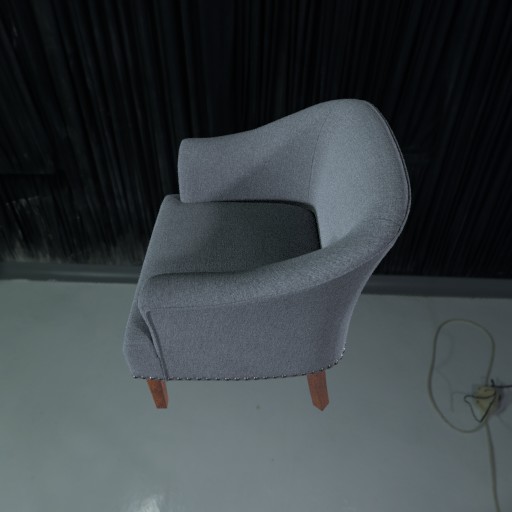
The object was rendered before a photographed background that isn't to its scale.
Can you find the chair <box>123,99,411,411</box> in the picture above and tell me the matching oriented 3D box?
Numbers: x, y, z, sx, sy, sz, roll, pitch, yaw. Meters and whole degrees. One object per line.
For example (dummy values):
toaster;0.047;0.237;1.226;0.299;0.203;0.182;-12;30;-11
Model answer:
chair;0.000;0.000;1.387;0.704;0.815;0.798;0;42;0
